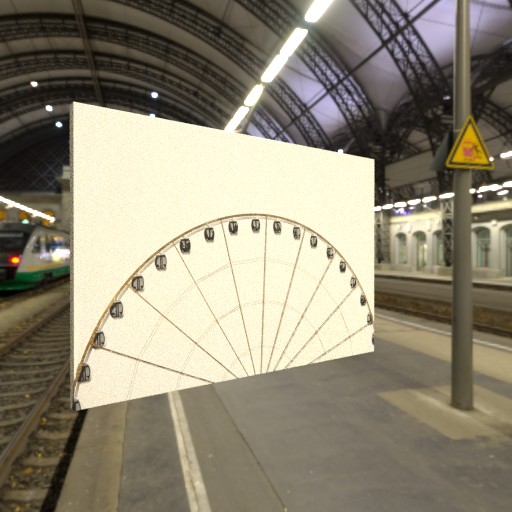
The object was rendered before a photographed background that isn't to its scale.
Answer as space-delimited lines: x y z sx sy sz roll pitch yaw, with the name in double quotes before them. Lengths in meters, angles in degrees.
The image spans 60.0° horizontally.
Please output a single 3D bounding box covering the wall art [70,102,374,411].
"wall art" 0.000 0.000 1.448 1.144 0.767 0.038 0 0 -36
